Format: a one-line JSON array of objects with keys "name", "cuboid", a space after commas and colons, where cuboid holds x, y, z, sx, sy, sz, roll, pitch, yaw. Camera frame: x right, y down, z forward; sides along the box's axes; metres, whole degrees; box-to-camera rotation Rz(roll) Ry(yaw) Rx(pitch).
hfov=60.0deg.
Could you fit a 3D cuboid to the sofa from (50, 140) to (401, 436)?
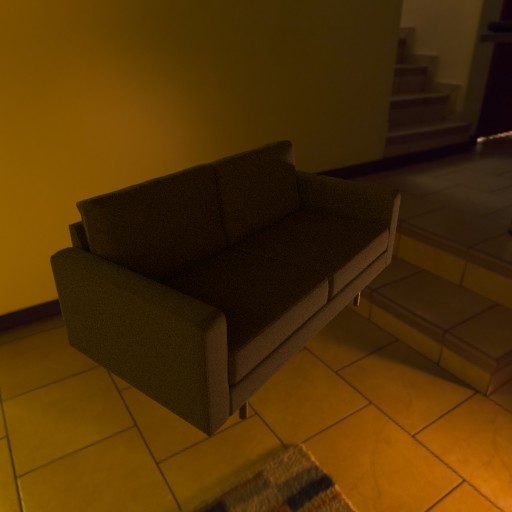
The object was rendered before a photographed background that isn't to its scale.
[{"name": "sofa", "cuboid": [0.000, 0.000, 2.323, 0.889, 0.897, 1.730, 18, 32, 32]}]
